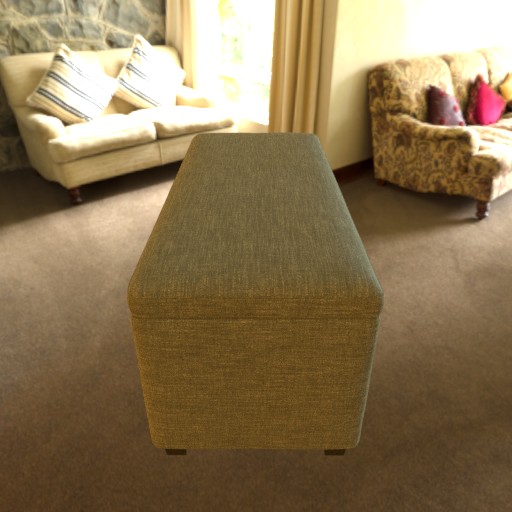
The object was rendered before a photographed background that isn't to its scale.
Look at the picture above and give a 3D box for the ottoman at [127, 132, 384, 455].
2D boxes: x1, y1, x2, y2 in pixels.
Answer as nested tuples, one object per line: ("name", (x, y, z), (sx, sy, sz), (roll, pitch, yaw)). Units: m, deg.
("ottoman", (0.000, 0.000, 1.141), (0.419, 0.432, 0.902), (0, 31, 0))
